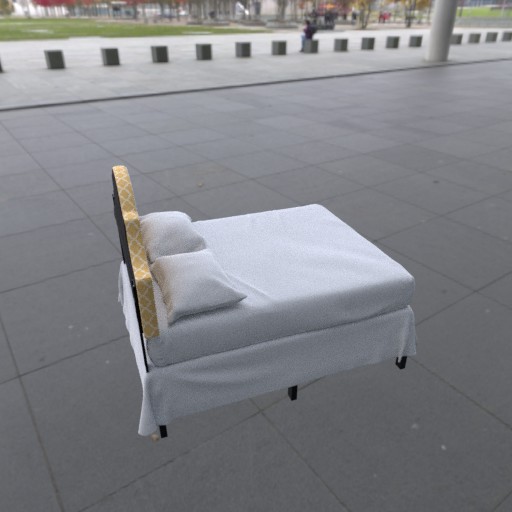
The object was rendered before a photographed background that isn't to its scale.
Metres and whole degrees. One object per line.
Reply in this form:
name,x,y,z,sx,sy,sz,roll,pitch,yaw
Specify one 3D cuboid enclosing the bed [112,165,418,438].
bed,0.000,0.000,3.559,2.222,1.633,1.780,-10,30,-17
